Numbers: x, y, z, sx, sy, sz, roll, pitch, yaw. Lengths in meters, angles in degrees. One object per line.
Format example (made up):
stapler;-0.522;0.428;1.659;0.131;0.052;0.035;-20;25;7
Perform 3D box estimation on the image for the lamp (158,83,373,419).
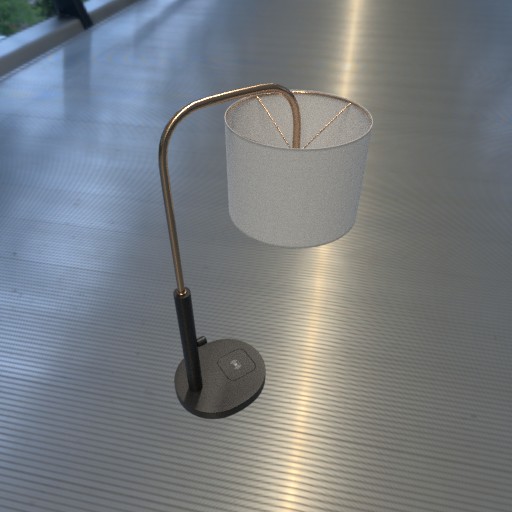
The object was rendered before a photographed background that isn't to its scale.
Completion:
lamp;0.000;0.000;0.711;0.337;0.540;0.199;-24;45;-26
